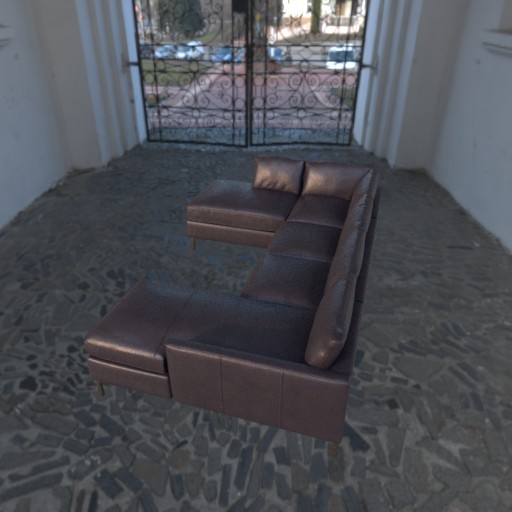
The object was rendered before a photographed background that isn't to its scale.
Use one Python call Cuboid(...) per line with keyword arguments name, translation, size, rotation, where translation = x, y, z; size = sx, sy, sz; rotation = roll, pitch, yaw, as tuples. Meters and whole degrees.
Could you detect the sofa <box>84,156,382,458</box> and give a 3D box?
Cuboid(name="sofa", translation=(0.000, 0.000, 3.875), size=(1.939, 0.900, 2.956), rotation=(9, 32, 15))
